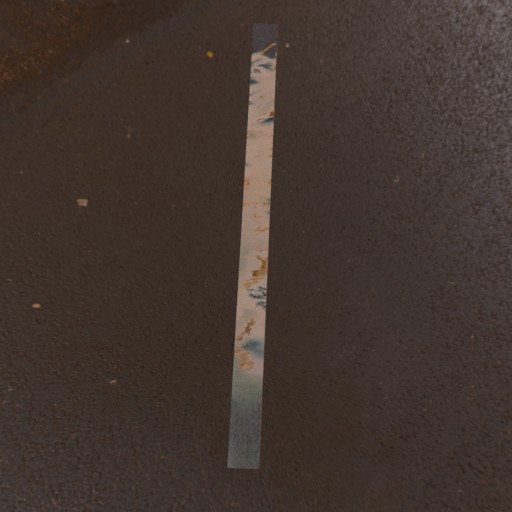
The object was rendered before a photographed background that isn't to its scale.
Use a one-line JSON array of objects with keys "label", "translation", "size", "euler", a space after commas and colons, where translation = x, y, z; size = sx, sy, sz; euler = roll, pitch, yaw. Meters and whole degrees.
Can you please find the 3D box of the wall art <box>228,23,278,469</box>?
[{"label": "wall art", "translation": [0.000, 0.000, 0.777], "size": [0.036, 0.405, 0.607], "euler": [3, 75, 1]}]
